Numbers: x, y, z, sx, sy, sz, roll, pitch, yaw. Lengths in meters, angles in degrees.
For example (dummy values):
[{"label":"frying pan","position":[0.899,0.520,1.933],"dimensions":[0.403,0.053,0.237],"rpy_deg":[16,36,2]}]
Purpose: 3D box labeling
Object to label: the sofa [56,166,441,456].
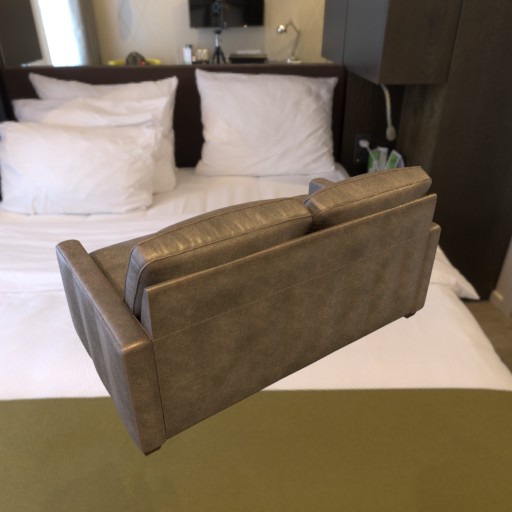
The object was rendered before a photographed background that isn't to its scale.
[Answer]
[{"label":"sofa","position":[0.000,0.000,2.261],"dimensions":[1.732,0.916,0.939],"rpy_deg":[-18,34,-30]}]
